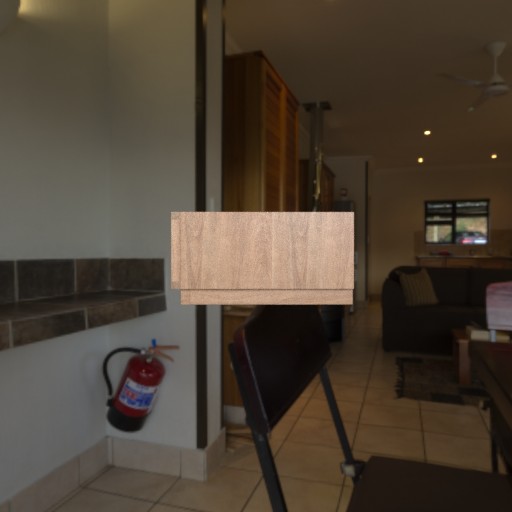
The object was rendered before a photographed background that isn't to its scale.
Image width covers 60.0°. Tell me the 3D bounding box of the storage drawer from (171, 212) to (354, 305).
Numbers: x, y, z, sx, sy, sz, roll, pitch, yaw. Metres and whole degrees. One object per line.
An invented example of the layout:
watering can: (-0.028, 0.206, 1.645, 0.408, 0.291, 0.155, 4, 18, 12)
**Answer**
storage drawer: (0.000, 0.000, 2.270, 0.538, 0.264, 2.032, 0, 0, -1)
